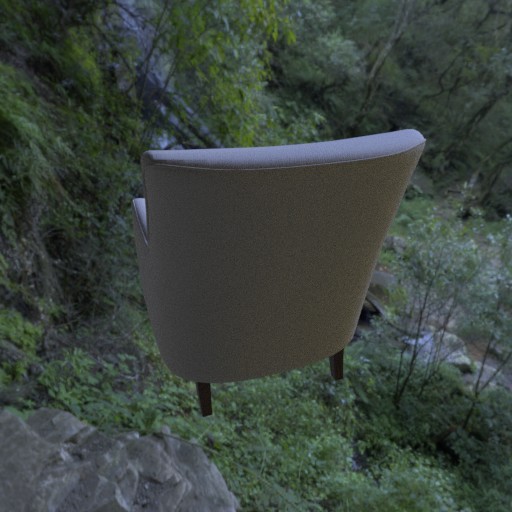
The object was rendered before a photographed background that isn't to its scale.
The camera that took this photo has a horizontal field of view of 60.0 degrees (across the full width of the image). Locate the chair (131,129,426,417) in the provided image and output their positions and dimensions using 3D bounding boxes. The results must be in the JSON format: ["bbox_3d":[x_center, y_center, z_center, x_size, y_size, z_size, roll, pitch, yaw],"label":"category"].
[{"bbox_3d":[0.000,0.000,1.535,0.756,0.916,0.879,-10,29,-18],"label":"chair"}]
